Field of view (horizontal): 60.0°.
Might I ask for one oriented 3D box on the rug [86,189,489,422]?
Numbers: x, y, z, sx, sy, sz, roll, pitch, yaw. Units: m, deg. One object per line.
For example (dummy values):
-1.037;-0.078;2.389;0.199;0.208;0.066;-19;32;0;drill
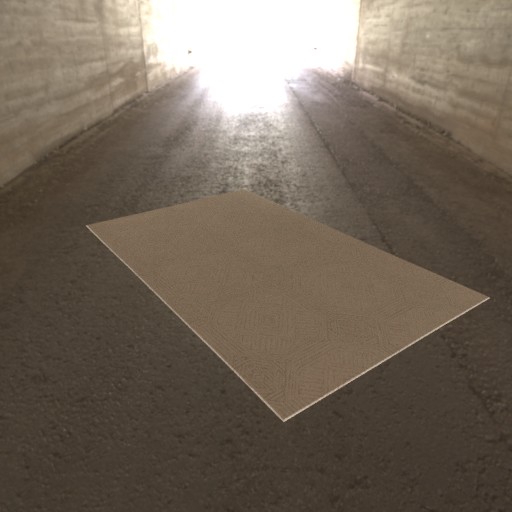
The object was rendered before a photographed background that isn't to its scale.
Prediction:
0.000;0.000;3.006;1.524;0.008;2.440;-18;32;-32;rug
